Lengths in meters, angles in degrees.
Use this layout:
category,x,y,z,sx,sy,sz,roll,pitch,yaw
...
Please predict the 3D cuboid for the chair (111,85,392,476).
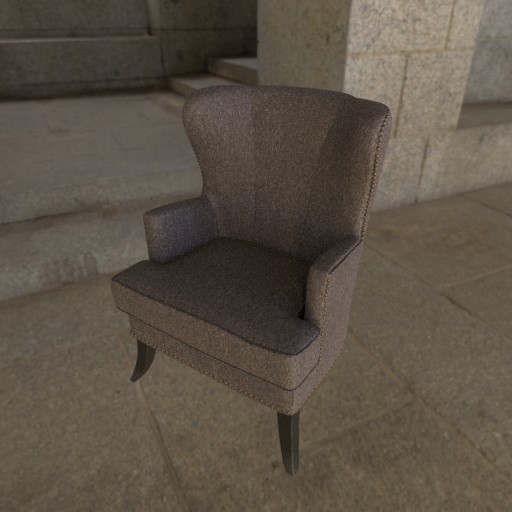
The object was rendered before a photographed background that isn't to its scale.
category,x,y,z,sx,sy,sz,roll,pitch,yaw
chair,0.000,0.000,1.597,0.759,1.060,0.758,18,34,29
